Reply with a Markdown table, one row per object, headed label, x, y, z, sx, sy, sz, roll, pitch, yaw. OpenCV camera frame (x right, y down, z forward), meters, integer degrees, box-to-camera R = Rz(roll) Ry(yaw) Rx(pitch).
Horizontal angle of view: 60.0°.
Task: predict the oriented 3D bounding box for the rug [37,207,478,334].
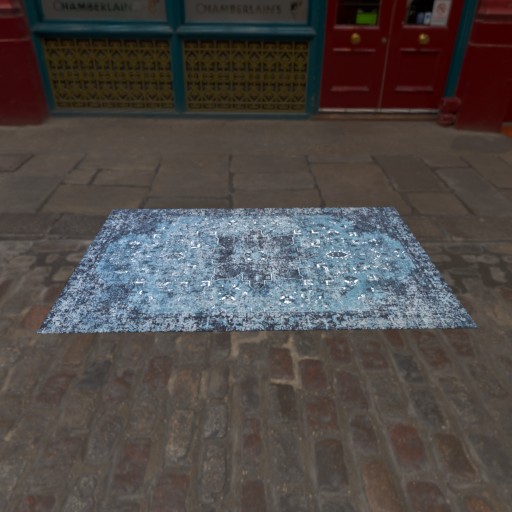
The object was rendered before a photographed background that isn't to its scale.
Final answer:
| label | x | y | z | sx | sy | sz | roll | pitch | yaw |
| --- | --- | --- | --- | --- | --- | --- | --- | --- | --- |
| rug | 0.000 | 0.000 | 2.357 | 1.828 | 0.005 | 1.219 | -1 | 31 | -1 |
